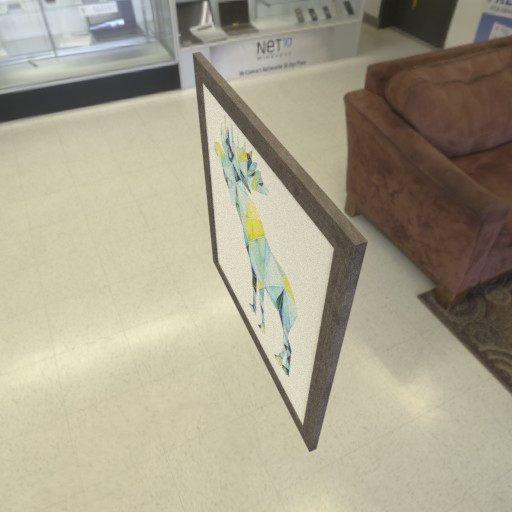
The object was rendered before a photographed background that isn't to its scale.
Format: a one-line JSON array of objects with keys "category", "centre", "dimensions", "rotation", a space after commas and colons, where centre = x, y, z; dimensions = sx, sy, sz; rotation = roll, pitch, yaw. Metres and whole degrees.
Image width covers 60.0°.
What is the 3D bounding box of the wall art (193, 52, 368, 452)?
[{"category": "wall art", "centre": [0.000, 0.000, 0.690], "dimensions": [0.013, 0.457, 0.457], "rotation": [-17, 48, -16]}]
